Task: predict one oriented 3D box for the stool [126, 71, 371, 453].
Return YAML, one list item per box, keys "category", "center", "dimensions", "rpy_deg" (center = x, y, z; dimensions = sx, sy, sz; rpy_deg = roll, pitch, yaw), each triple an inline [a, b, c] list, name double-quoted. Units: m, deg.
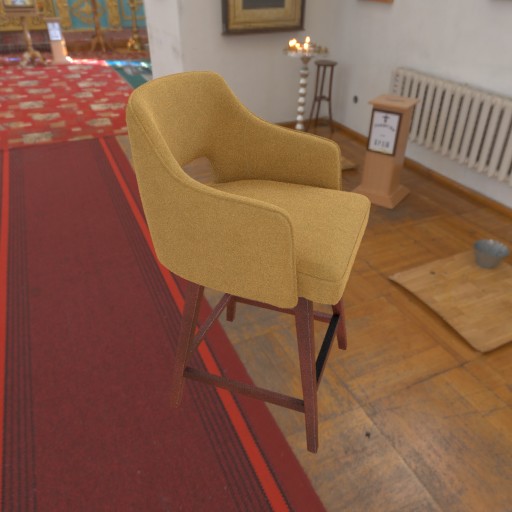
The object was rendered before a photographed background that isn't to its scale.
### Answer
- category: "stool"
  center: [0.000, 0.000, 1.264]
  dimensions: [0.558, 0.924, 0.548]
  rpy_deg: [11, 34, 17]
